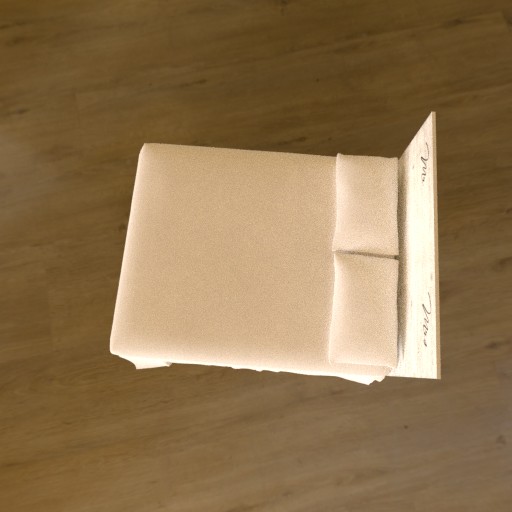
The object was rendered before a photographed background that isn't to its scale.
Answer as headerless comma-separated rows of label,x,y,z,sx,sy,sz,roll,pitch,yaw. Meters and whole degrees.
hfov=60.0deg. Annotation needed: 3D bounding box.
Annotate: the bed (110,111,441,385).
bed,0.000,0.000,3.209,2.094,1.335,1.745,4,76,1
